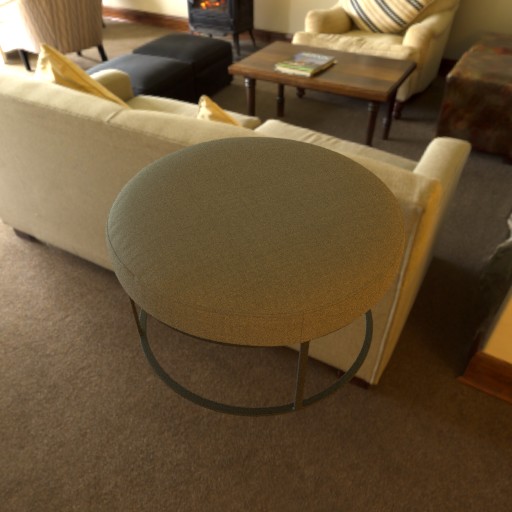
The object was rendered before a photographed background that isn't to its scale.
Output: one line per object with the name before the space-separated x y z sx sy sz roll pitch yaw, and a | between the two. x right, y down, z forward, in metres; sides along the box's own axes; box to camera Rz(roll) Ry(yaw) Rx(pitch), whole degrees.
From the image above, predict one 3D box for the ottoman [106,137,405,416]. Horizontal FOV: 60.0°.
ottoman | 0.000 0.000 1.265 0.772 0.460 0.772 0 40 0
